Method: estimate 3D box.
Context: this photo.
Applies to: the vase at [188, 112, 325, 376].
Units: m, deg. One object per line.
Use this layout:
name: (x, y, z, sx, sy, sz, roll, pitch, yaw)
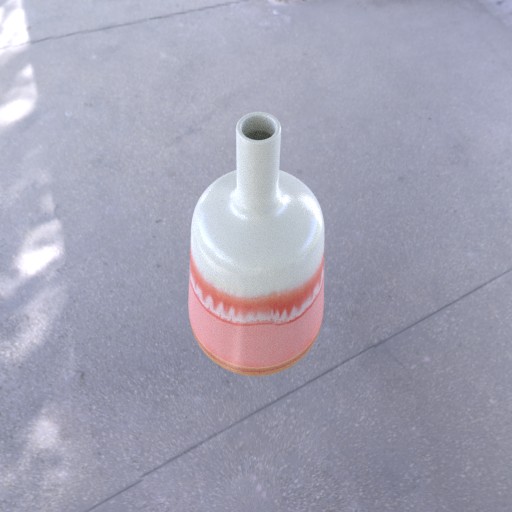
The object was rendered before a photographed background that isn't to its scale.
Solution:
vase: (0.000, 0.000, 0.385, 0.144, 0.296, 0.144, 0, 60, 0)
